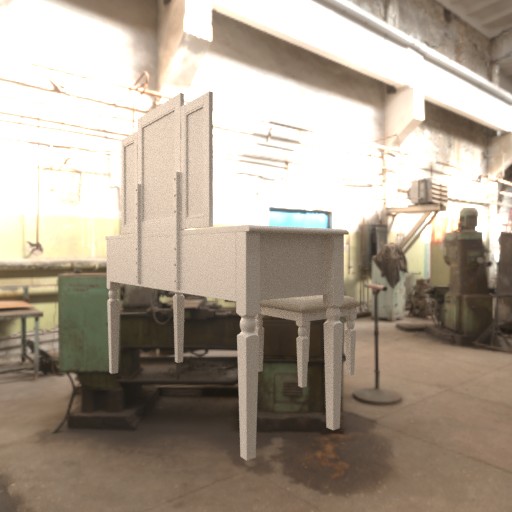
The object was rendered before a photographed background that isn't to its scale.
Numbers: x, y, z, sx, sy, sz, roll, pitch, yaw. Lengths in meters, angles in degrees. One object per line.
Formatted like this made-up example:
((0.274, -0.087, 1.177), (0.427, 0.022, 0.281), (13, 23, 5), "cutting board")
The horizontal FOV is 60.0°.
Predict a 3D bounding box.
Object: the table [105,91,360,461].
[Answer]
((0.000, 0.000, 2.271), (1.115, 1.310, 1.369), (0, 1, -37), "table")
